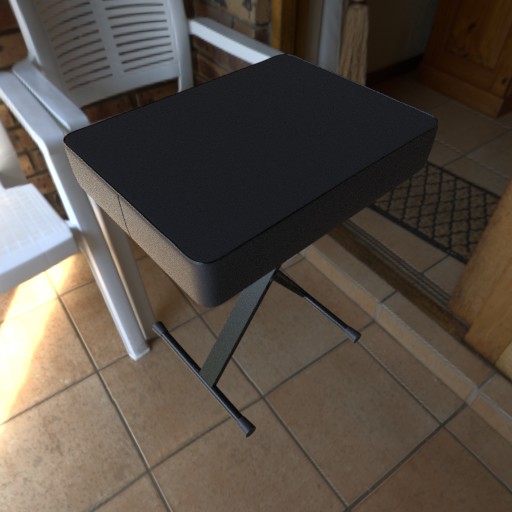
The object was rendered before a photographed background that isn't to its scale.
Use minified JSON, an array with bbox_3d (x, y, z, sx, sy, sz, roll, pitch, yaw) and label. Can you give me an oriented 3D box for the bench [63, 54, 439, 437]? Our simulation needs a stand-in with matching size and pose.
[{"bbox_3d":[0.000,0.000,0.783,0.424,0.500,0.321,-33,54,-27],"label":"bench"}]
